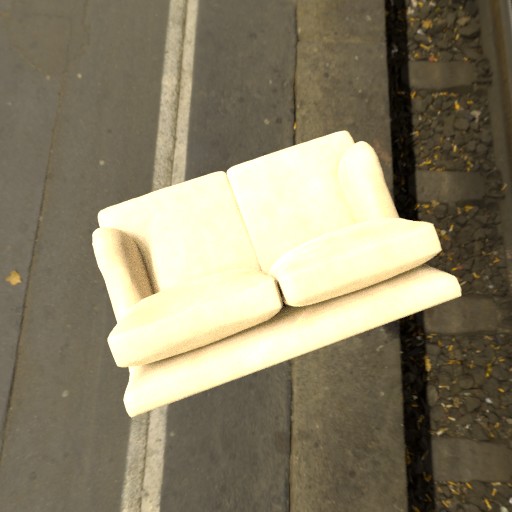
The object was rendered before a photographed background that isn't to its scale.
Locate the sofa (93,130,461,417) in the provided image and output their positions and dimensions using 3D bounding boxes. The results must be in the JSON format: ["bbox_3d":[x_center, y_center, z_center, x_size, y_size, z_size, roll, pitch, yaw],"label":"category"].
[{"bbox_3d":[0.000,0.000,2.312,1.498,1.087,1.086,-19,77,-5],"label":"sofa"}]
